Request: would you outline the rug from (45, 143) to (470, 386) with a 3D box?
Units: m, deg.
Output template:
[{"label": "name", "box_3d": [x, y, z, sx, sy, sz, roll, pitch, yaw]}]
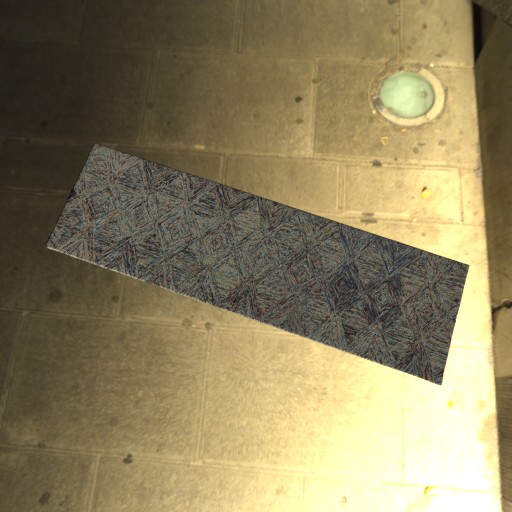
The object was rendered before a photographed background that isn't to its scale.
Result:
[{"label": "rug", "box_3d": [0.000, 0.000, 2.485, 2.292, 0.015, 0.688, 19, 77, 5]}]
